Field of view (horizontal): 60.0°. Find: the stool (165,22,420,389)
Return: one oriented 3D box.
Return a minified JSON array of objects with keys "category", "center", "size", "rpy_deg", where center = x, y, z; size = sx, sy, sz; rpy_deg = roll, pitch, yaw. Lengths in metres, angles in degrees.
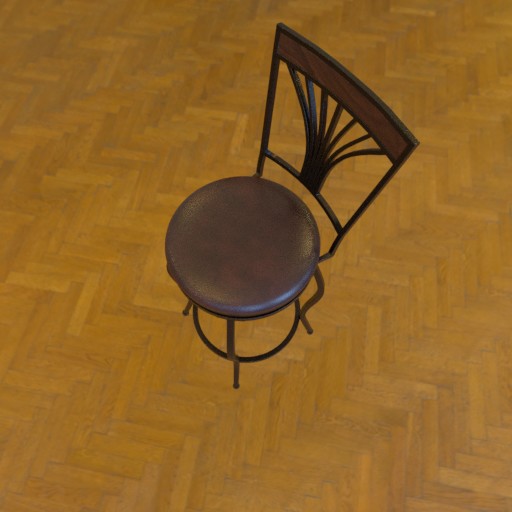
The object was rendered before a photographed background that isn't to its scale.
[{"category":"stool","center":[0.000,0.000,1.354],"size":[0.514,1.117,0.433],"rpy_deg":[-33,68,-15]}]
